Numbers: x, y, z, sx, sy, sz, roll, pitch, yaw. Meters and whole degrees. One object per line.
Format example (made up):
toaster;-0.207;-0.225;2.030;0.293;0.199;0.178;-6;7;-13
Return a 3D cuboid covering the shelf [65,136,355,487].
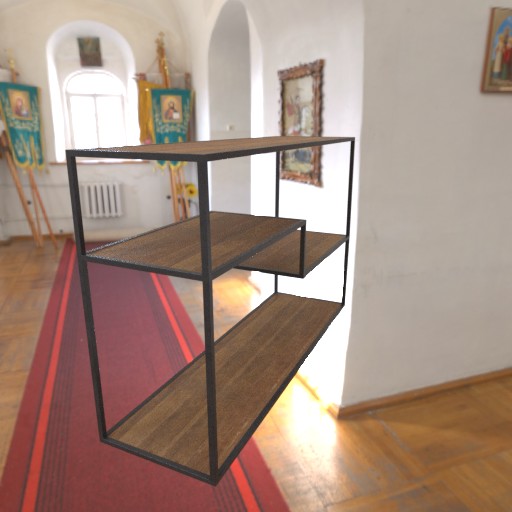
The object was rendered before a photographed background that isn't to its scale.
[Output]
shelf;0.000;0.000;1.527;0.361;0.765;1.201;8;18;24
